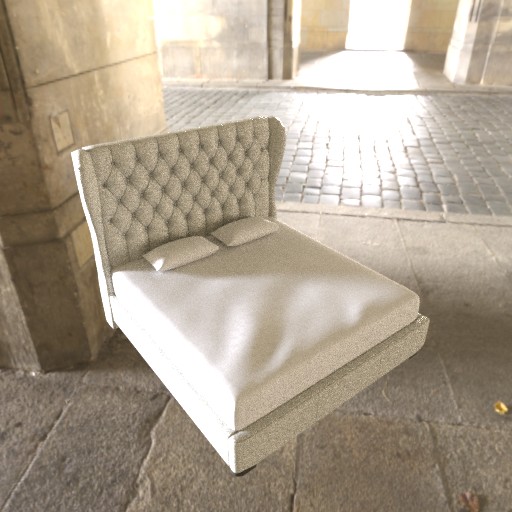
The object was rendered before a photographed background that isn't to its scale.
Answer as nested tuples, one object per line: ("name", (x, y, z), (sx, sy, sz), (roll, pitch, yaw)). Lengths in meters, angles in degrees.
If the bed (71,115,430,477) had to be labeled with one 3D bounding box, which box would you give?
("bed", (0.000, 0.000, 3.908), (2.219, 1.771, 2.347), (-21, 36, -32))
